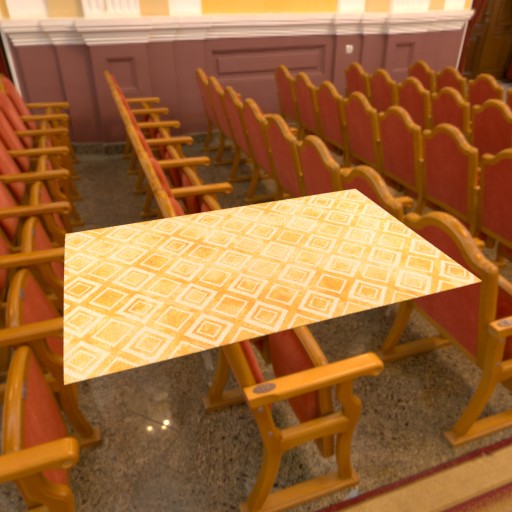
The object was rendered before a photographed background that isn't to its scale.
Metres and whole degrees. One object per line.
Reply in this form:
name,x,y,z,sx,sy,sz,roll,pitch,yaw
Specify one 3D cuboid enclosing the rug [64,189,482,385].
rug,0.000,0.000,2.983,2.424,0.010,1.511,-11,33,-17
